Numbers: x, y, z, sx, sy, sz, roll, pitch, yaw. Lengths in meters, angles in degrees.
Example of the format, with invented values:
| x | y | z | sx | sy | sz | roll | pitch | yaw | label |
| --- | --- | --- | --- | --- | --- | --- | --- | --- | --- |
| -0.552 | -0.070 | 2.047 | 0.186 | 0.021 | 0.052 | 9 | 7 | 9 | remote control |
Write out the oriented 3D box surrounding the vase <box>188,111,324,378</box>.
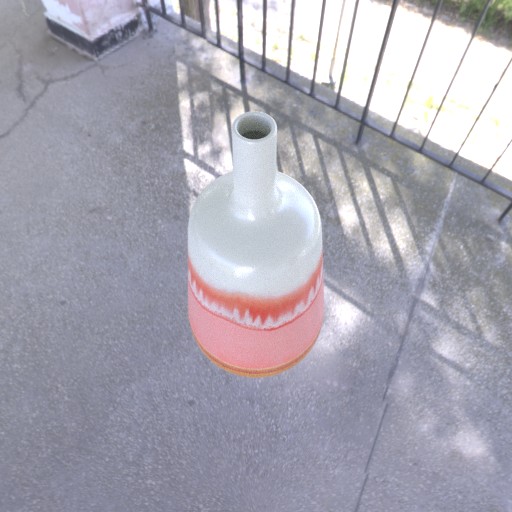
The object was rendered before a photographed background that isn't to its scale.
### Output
| x | y | z | sx | sy | sz | roll | pitch | yaw | label |
| --- | --- | --- | --- | --- | --- | --- | --- | --- | --- |
| 0.000 | 0.000 | 0.384 | 0.144 | 0.296 | 0.144 | 0 | 59 | 0 | vase |
